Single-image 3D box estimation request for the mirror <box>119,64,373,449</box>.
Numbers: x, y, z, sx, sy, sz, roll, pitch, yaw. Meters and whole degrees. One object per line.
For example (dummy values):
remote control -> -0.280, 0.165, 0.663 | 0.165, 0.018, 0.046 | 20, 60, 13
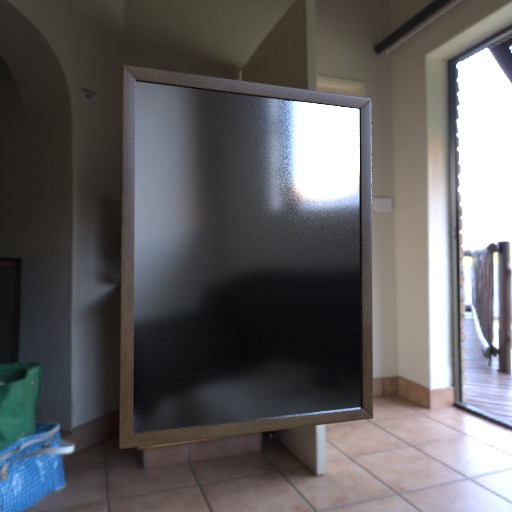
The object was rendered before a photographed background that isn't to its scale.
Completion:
mirror -> 0.000, 0.000, 1.306 | 0.762, 1.016, 0.040 | 0, -2, -18
